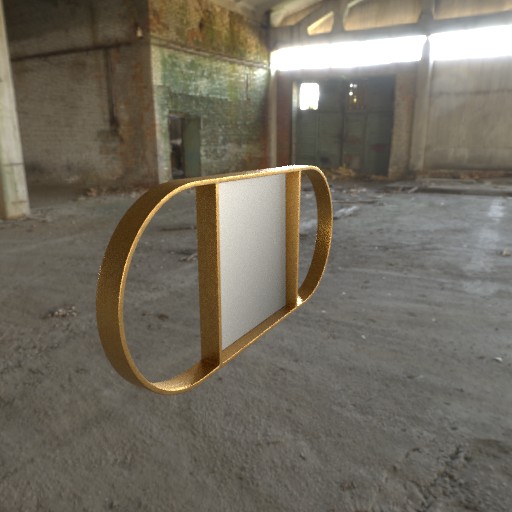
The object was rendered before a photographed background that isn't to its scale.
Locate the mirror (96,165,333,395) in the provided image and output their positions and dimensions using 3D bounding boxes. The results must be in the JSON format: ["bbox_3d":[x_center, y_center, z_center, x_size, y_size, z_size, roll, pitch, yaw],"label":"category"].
[{"bbox_3d":[0.000,0.000,0.676,0.032,0.254,0.584,8,17,29],"label":"mirror"}]
